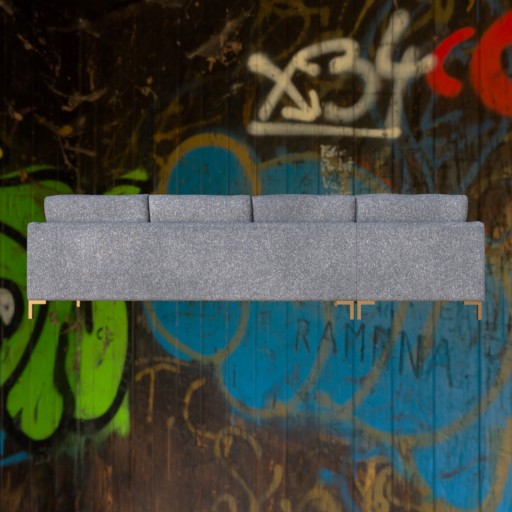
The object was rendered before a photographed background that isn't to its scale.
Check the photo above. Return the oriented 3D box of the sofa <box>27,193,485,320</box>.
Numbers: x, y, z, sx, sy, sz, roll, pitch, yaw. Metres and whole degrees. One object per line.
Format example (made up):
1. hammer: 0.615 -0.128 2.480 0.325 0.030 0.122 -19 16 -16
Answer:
1. sofa: 0.000 0.000 3.439 2.932 0.810 1.350 0 0 1
